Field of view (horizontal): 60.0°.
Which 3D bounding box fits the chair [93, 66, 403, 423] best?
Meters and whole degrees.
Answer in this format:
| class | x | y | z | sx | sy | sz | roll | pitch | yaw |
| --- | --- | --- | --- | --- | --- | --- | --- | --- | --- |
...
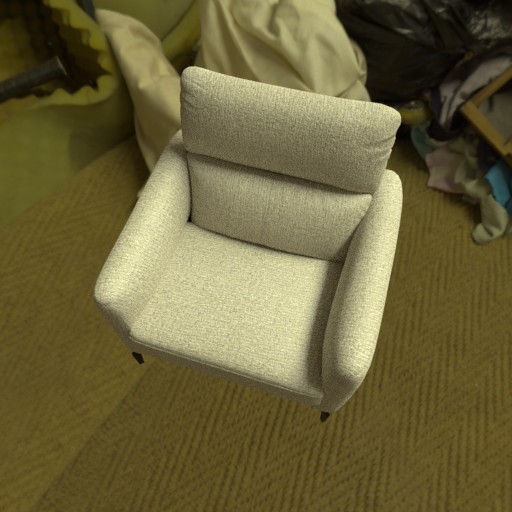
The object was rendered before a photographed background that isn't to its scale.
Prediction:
| class | x | y | z | sx | sy | sz | roll | pitch | yaw |
| --- | --- | --- | --- | --- | --- | --- | --- | --- | --- |
| chair | 0.000 | 0.000 | 1.661 | 0.972 | 0.967 | 0.835 | 15 | 59 | 9 |
